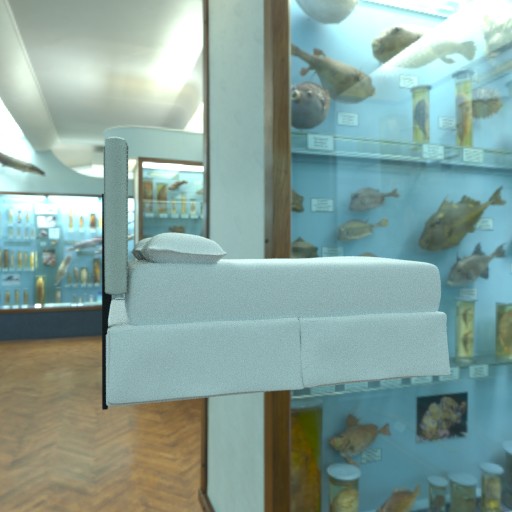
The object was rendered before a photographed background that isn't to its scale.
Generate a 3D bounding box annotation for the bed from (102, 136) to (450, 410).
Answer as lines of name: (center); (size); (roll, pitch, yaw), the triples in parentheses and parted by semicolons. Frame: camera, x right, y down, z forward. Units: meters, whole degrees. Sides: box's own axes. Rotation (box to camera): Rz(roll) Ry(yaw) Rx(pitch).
bed: (0.000, 0.000, 3.395); (2.180, 1.607, 1.813); (0, 0, -17)
